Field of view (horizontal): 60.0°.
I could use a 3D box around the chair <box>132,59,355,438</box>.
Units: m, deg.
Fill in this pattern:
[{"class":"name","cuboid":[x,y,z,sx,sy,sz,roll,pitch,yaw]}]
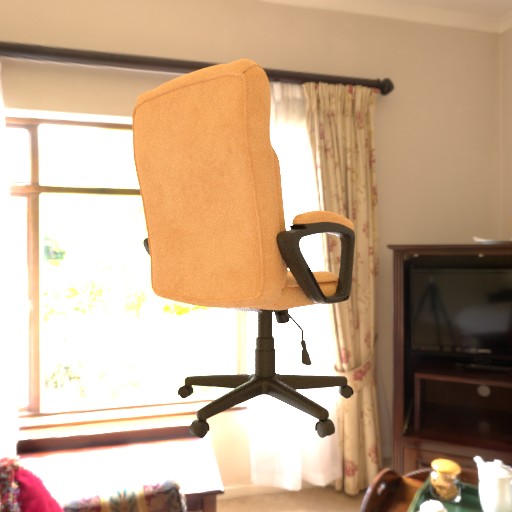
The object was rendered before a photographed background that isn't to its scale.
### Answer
[{"class":"chair","cuboid":[0.000,0.000,1.583,0.667,1.105,0.724,0,0,37]}]
